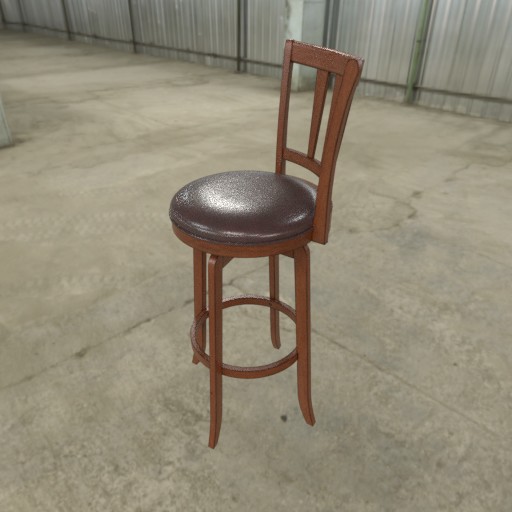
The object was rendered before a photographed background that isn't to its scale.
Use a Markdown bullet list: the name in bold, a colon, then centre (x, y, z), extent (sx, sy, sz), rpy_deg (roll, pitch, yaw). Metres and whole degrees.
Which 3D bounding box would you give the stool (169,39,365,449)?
- **stool**: centre (0.000, 0.000, 1.382), extent (0.503, 1.177, 0.464), rpy_deg (-8, 32, -13)
